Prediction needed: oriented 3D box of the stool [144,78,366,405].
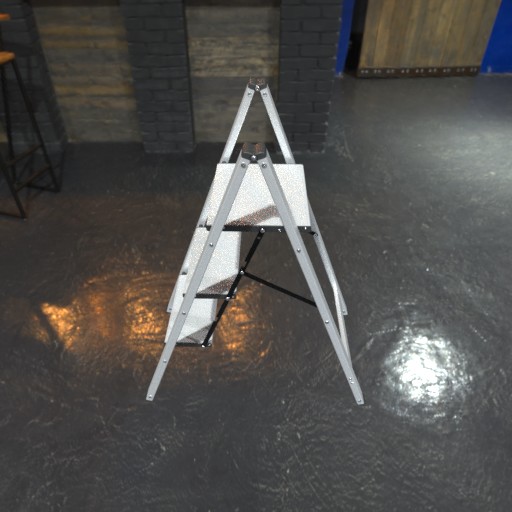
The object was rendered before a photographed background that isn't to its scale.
[{"bbox_3d":[0.000,0.000,1.332,0.730,0.902,0.441,1,40,1],"label":"stool"}]
